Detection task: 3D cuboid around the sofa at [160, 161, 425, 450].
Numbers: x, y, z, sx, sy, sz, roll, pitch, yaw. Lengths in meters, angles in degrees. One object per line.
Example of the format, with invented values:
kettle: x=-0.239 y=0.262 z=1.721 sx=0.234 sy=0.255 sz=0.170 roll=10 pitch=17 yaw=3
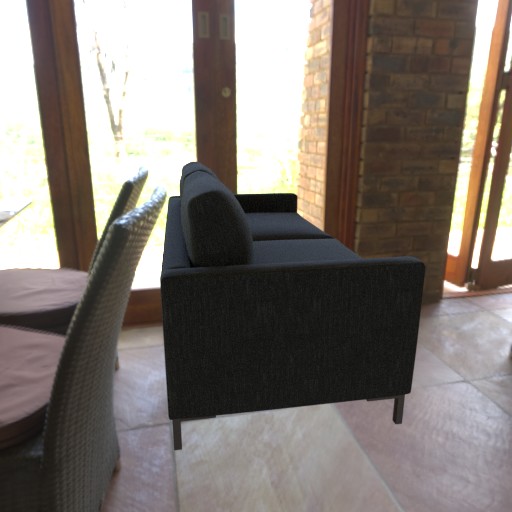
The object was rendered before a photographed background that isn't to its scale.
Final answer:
sofa: x=0.000 y=0.000 z=2.211 sx=0.866 sy=0.862 sz=1.716 roll=-3 pitch=16 yaw=-10
